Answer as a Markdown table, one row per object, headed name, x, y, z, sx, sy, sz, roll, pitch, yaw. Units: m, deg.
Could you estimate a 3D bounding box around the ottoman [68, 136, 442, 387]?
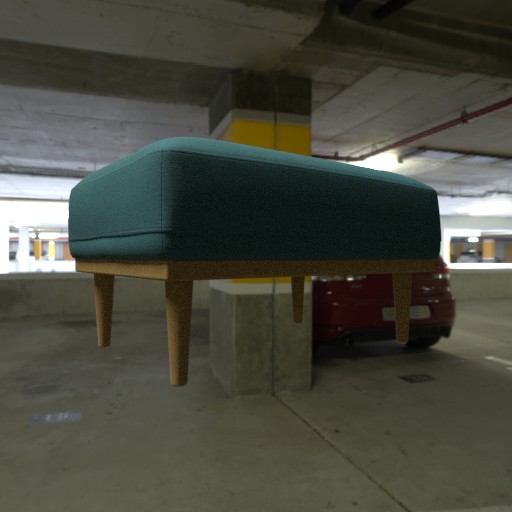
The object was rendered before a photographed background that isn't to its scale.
| name | x | y | z | sx | sy | sz | roll | pitch | yaw |
| --- | --- | --- | --- | --- | --- | --- | --- | --- | --- |
| ottoman | 0.000 | 0.000 | 1.067 | 0.749 | 0.428 | 0.549 | 0 | 0 | -37 |
